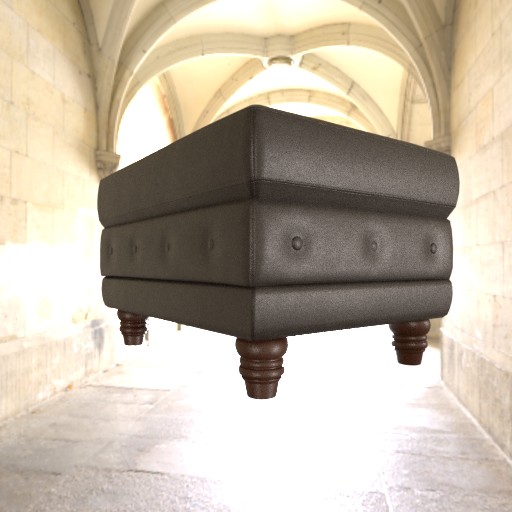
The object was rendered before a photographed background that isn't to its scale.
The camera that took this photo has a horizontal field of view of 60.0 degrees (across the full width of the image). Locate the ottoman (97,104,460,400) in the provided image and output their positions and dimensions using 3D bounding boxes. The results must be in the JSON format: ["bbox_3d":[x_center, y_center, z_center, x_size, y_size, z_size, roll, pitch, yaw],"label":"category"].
[{"bbox_3d":[0.000,0.000,1.147,0.590,0.498,0.795,1,-1,-36],"label":"ottoman"}]
